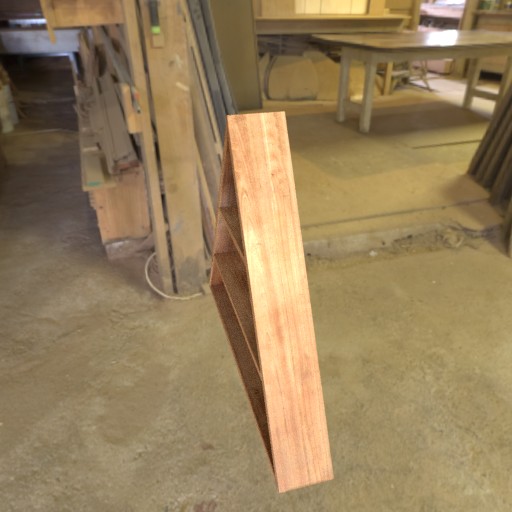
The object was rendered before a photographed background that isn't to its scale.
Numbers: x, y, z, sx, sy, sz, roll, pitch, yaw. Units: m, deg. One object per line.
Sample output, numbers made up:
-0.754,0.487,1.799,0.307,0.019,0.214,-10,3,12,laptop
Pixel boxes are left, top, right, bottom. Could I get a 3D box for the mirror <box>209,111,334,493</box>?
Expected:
0.000,0.000,0.870,0.100,0.548,0.631,-8,32,-14,mirror
